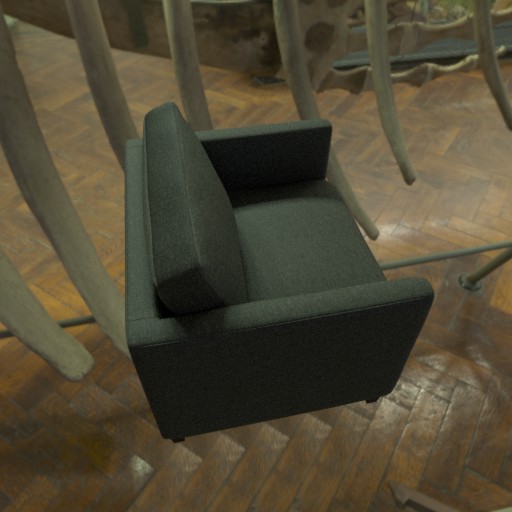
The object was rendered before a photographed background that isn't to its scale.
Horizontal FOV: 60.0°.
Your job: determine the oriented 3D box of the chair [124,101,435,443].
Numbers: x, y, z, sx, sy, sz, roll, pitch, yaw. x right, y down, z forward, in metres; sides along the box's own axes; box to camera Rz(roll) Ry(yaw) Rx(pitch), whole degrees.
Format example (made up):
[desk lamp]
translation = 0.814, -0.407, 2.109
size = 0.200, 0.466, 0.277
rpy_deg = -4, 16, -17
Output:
[chair]
translation = 0.000, 0.000, 1.814
size = 0.959, 0.963, 1.107
rpy_deg = -9, 47, -8
